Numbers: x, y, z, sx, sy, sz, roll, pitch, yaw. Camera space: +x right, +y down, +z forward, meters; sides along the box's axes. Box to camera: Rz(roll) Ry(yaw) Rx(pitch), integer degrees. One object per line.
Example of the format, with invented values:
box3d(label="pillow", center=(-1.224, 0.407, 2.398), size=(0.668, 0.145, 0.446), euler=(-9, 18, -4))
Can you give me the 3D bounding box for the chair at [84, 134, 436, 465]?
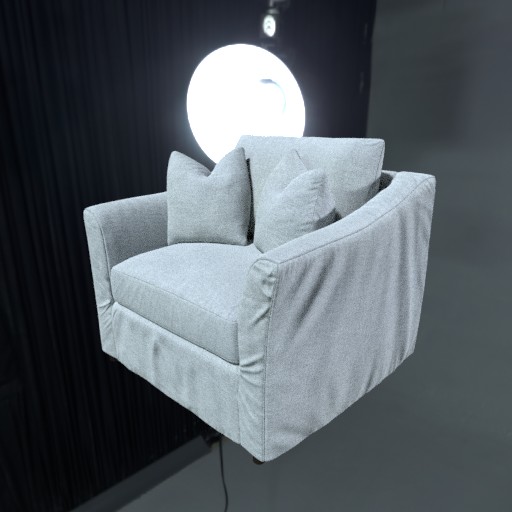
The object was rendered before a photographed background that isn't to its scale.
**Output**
box3d(label="chair", center=(0.000, 0.000, 2.038), size=(1.194, 1.059, 1.071), euler=(16, 23, 42))
